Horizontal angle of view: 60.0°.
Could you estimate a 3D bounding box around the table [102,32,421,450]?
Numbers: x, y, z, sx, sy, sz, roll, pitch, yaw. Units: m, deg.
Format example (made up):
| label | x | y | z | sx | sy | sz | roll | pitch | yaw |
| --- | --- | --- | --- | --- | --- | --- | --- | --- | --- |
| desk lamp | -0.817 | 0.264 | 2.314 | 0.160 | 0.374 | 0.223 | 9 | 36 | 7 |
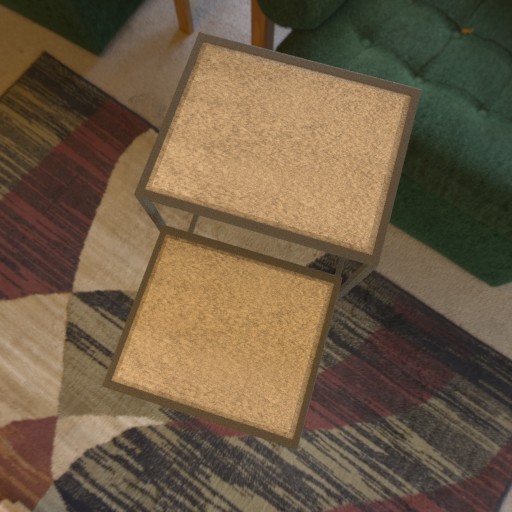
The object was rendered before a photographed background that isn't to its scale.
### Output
| label | x | y | z | sx | sy | sz | roll | pitch | yaw |
| --- | --- | --- | --- | --- | --- | --- | --- | --- | --- |
| table | 0.000 | 0.000 | 1.145 | 0.508 | 0.540 | 0.788 | 16 | 76 | 4 |
